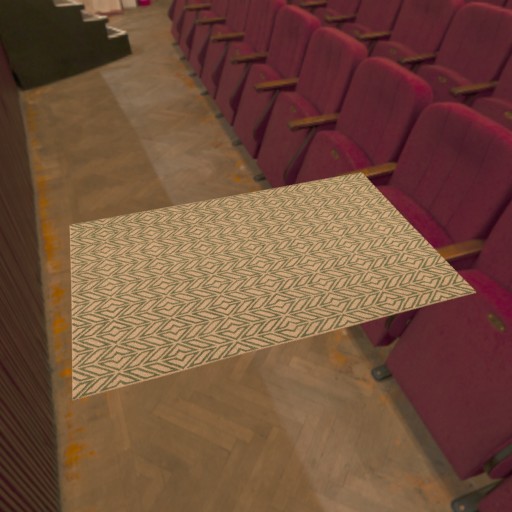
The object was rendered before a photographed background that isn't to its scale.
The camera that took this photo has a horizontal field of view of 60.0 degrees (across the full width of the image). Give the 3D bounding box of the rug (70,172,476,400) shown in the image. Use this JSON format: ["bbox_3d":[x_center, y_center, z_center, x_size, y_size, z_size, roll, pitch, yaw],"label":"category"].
[{"bbox_3d":[0.000,0.000,3.054,2.435,0.011,1.517,-12,43,-13],"label":"rug"}]
